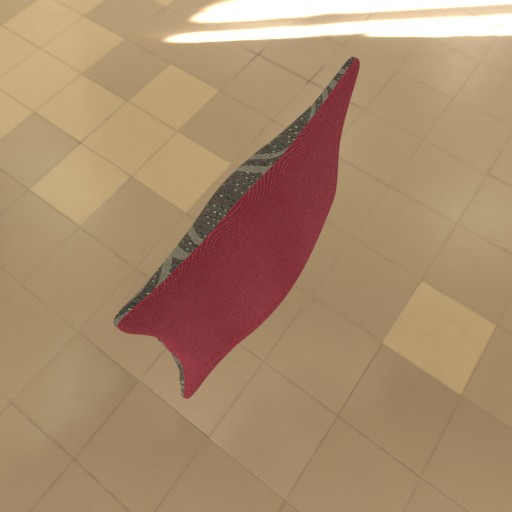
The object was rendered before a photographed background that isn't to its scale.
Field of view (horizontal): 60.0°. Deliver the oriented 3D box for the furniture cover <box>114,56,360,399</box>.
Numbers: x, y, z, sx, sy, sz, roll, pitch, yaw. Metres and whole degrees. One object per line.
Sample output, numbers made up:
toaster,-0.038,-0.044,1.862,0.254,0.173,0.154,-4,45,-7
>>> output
furniture cover,0.000,0.000,0.794,0.163,0.513,0.514,33,68,15
